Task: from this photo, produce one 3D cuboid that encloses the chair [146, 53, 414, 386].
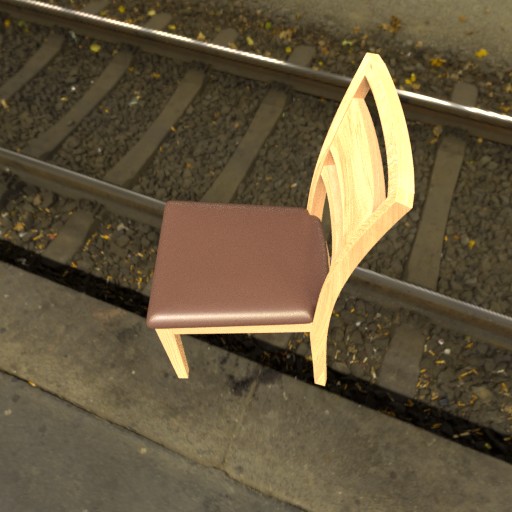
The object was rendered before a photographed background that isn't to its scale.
[{"bbox_3d":[0.000,0.000,1.193,0.545,0.940,0.420,1,58,1],"label":"chair"}]
